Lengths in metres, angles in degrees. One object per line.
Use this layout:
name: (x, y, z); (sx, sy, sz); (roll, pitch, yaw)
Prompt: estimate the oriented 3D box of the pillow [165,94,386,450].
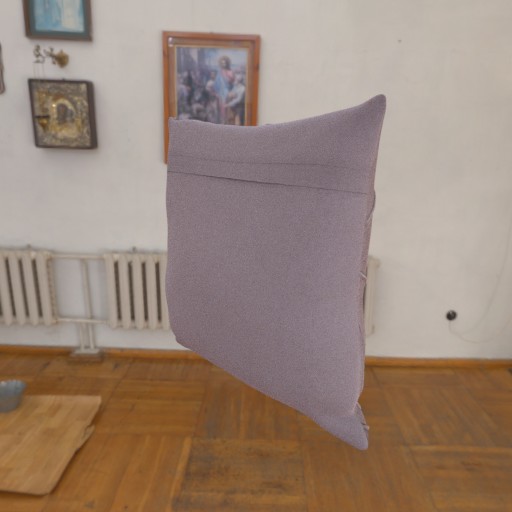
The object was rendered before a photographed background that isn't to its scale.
pillow: (0.000, 0.000, 0.682); (0.185, 0.440, 0.439); (-13, 19, -42)
